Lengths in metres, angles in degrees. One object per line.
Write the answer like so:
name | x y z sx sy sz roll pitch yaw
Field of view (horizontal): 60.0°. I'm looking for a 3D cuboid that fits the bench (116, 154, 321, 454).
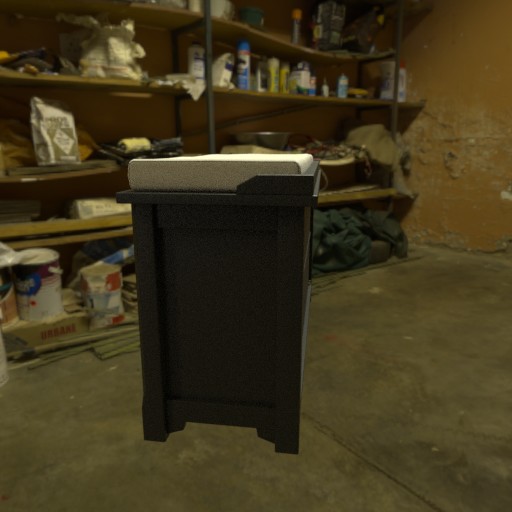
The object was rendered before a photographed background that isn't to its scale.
bench | 0.000 0.000 1.255 0.345 0.561 0.973 2 14 8
